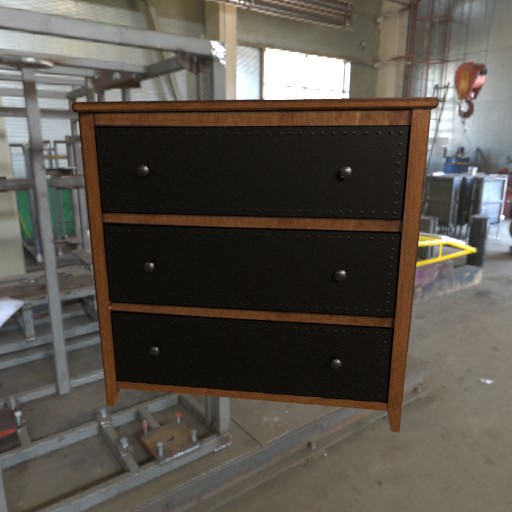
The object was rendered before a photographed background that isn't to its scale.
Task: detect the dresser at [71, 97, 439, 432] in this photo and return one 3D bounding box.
[{"bbox_3d":[0.000,0.000,1.902,1.250,1.224,0.591,2,15,8],"label":"dresser"}]
